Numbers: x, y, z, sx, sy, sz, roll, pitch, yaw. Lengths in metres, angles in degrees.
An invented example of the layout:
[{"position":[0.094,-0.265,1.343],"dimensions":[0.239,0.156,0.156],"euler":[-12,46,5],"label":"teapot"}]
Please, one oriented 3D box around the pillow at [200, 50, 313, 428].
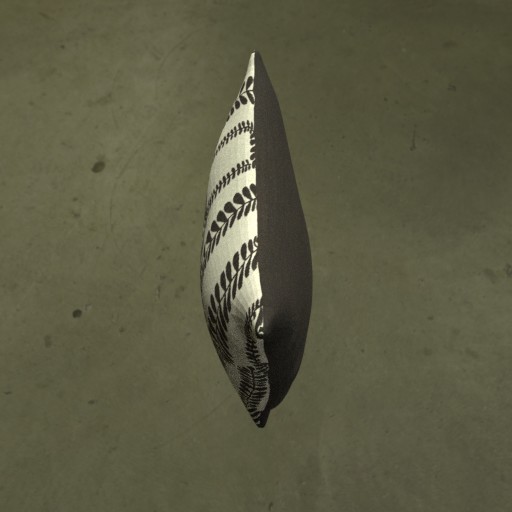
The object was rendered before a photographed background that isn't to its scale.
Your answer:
[{"position":[0.000,0.000,0.702],"dimensions":[0.182,0.441,0.440],"euler":[0,58,0],"label":"pillow"}]
